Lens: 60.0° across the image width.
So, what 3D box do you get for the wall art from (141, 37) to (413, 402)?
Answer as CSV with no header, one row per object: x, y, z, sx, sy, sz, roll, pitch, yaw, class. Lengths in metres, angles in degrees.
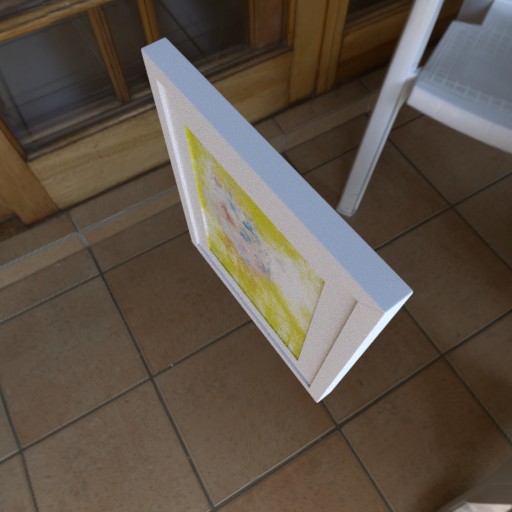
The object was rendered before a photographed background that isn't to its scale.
0.000,0.000,0.533,0.028,0.381,0.331,-34,68,-16,wall art
